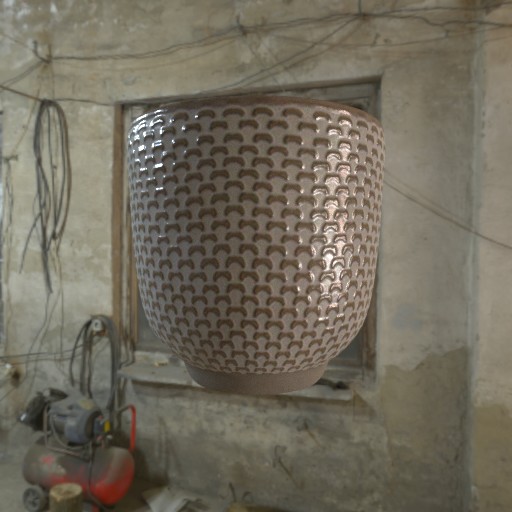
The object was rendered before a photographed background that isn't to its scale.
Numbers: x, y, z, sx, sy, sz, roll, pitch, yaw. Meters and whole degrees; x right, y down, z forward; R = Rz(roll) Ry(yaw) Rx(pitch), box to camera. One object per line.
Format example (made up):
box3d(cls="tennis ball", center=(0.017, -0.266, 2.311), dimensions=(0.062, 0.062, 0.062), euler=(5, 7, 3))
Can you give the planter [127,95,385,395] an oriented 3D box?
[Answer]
box3d(cls="planter", center=(0.000, 0.000, 0.353), dimensions=(0.197, 0.191, 0.197), euler=(0, 1, 0))
